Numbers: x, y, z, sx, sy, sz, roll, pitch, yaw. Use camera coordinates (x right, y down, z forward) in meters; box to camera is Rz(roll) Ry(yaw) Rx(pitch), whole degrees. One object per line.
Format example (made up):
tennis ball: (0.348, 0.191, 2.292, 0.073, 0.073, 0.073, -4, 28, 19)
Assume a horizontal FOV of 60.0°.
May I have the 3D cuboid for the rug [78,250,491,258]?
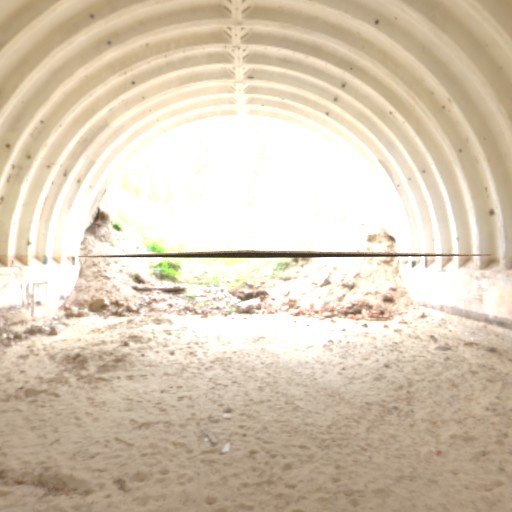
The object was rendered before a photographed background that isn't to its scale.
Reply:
rug: (0.000, 0.000, 4.206, 2.438, 0.012, 3.200, 1, -1, -36)
